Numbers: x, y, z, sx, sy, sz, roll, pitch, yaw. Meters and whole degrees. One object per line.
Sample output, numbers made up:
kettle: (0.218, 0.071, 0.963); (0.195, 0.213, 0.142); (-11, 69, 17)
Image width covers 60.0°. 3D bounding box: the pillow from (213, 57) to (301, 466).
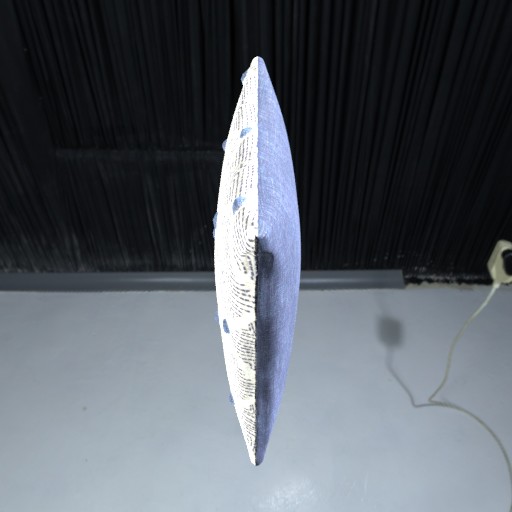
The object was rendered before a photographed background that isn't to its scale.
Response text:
pillow: (0.000, 0.000, 0.774); (0.145, 0.510, 0.510); (0, 42, 0)
